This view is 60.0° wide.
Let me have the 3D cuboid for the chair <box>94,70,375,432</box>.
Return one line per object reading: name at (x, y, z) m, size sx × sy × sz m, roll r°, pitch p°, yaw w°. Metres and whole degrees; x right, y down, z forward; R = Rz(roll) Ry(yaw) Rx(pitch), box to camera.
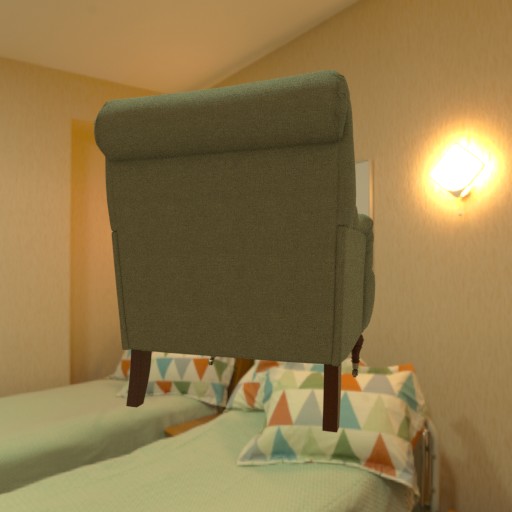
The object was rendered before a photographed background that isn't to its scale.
chair at (0.000, 0.000, 1.950) m, size 0.964 × 1.178 × 1.060 m, roll 0°, pitch -1°, yaw 19°
